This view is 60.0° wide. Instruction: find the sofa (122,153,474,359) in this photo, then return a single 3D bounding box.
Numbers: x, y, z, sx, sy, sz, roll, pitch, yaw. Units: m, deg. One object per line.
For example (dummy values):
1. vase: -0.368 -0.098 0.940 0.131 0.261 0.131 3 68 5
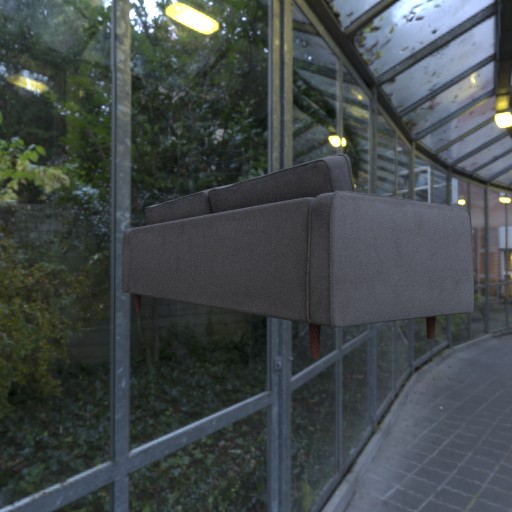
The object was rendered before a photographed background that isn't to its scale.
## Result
1. sofa: 0.000 0.000 2.703 0.923 0.813 2.295 1 -1 -35
